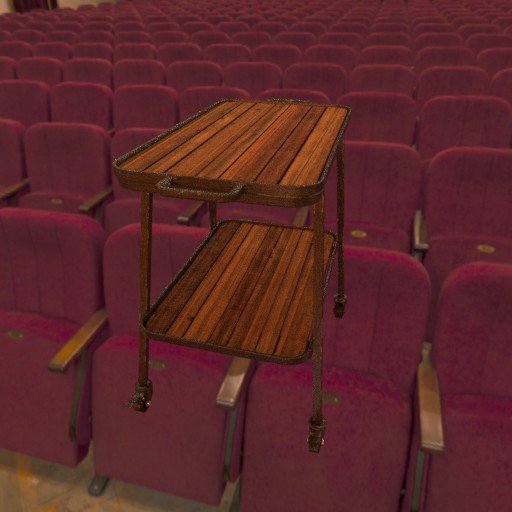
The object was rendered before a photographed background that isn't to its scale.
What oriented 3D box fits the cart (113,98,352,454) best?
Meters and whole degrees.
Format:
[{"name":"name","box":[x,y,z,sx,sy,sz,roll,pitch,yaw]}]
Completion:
[{"name":"cart","box":[0.000,0.000,1.238,0.515,0.700,0.806,8,31,13]}]
